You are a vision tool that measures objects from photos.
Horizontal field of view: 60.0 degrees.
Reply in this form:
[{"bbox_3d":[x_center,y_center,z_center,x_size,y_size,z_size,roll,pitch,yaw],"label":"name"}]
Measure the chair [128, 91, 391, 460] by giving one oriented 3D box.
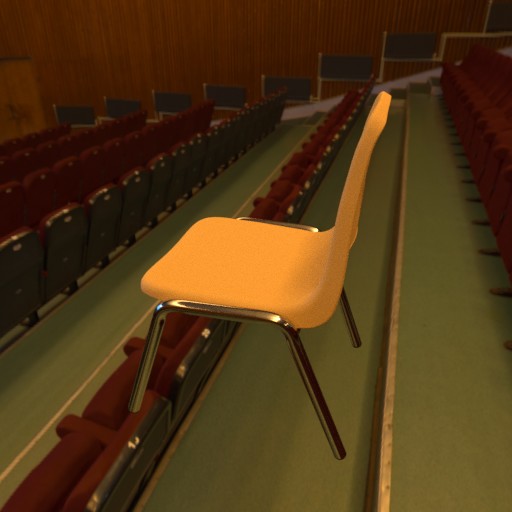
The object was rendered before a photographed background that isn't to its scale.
[{"bbox_3d":[0.000,0.000,0.821,0.423,0.586,0.354,8,30,15],"label":"chair"}]
